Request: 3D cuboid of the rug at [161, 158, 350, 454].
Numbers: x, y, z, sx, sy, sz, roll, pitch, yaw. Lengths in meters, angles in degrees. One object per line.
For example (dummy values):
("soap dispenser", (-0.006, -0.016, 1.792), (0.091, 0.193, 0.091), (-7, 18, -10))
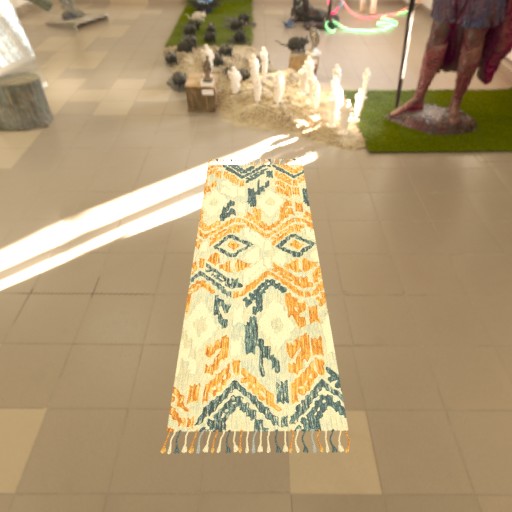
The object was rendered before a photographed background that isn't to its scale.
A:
("rug", (0.000, 0.000, 2.702), (0.783, 0.010, 2.437), (0, 41, 0))
